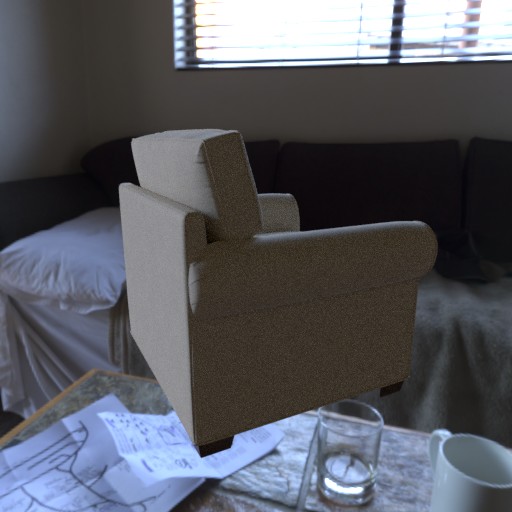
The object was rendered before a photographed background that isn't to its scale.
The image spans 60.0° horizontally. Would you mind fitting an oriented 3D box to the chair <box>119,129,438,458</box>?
[{"bbox_3d":[0.000,0.000,1.749,0.863,0.955,1.040,-8,17,-26],"label":"chair"}]
